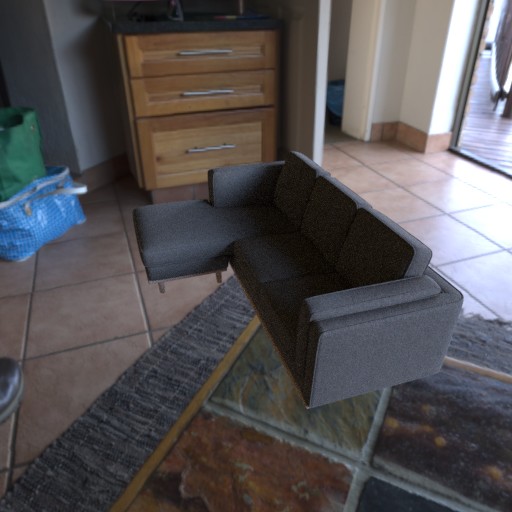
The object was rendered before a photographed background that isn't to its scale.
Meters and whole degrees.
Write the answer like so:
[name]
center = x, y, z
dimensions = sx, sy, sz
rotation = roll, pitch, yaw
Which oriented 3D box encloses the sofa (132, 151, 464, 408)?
[sofa]
center = 0.000, 0.000, 3.233
dimensions = 1.604, 0.929, 2.411
rotation = -9, 32, -16
